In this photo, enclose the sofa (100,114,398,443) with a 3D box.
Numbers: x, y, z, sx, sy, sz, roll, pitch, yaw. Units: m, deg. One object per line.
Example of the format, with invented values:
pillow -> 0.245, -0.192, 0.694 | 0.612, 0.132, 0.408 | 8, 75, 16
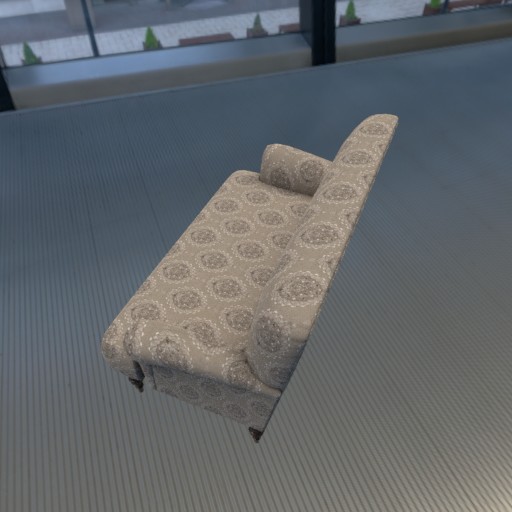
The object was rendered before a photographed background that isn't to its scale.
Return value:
sofa -> 0.000, 0.000, 1.845 | 0.779, 0.889, 1.297 | 17, 48, 16
